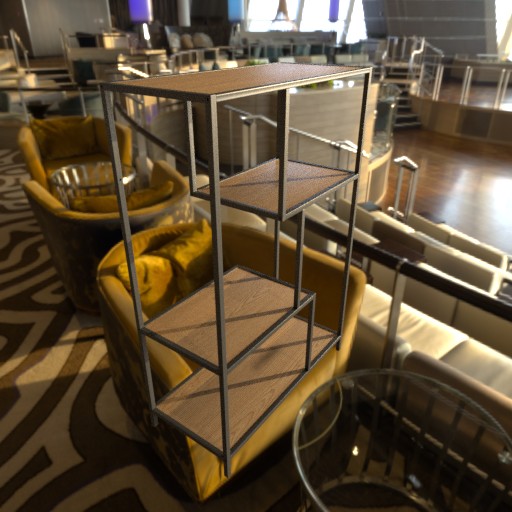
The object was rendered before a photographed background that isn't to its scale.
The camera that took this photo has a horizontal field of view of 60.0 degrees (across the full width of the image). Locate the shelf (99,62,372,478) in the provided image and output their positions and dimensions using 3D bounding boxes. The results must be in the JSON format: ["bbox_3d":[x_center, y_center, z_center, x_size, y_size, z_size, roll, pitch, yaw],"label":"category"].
[{"bbox_3d":[0.000,0.000,1.489,0.350,1.138,0.770,19,33,32],"label":"shelf"}]
